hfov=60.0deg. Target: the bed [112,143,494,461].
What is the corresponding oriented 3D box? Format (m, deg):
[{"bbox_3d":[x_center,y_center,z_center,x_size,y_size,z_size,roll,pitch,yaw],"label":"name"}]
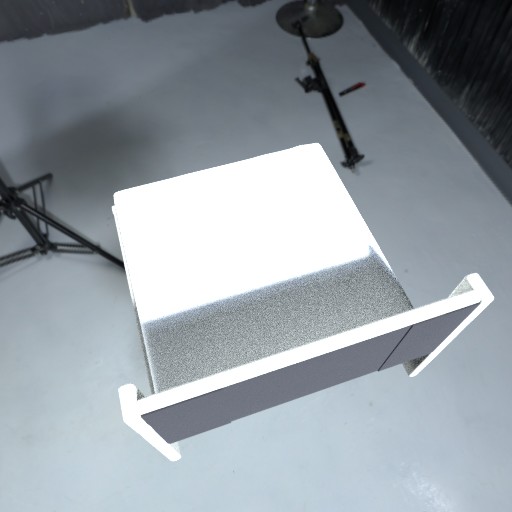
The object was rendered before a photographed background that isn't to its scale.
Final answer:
[{"bbox_3d":[0.000,0.000,3.548,2.140,1.470,2.280,-16,60,-10],"label":"bed"}]
